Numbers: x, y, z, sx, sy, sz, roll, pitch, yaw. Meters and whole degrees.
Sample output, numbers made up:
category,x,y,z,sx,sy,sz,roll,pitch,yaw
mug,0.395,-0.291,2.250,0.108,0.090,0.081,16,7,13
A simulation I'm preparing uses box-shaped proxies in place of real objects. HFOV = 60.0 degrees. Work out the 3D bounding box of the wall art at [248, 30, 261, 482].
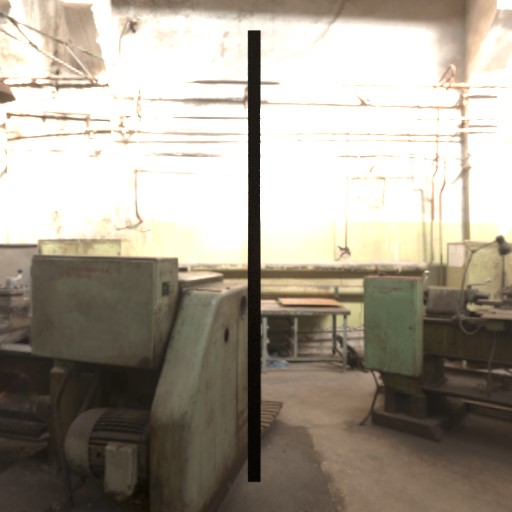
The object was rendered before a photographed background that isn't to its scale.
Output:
category,x,y,z,sx,sy,sz,roll,pitch,yaw
wall art,0.000,0.000,0.874,0.019,0.656,0.462,0,0,1
